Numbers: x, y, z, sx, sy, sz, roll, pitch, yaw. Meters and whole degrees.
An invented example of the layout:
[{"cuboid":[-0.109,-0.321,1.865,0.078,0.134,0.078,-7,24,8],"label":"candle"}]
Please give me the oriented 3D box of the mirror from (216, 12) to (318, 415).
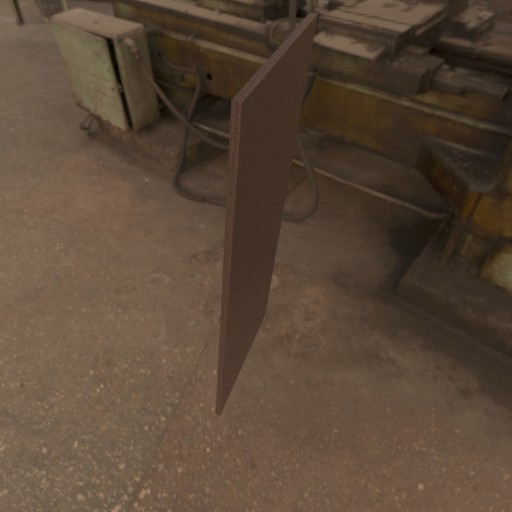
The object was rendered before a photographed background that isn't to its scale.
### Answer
[{"cuboid":[0.000,0.000,2.217,0.221,2.020,0.812,15,47,14],"label":"mirror"}]
